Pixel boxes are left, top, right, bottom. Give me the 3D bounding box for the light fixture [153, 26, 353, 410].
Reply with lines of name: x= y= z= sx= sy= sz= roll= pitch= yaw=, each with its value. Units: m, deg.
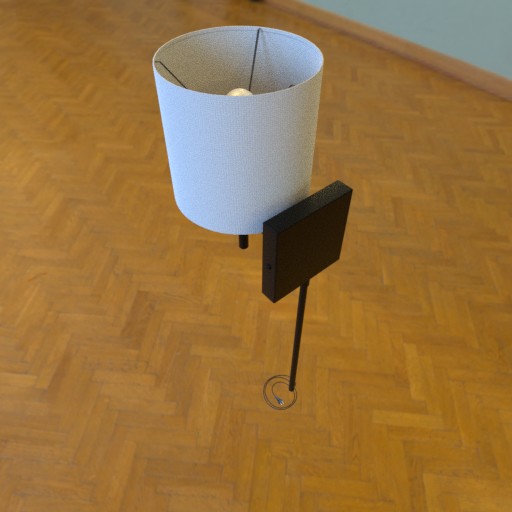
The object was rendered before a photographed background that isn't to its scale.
light fixture: x=0.000 y=0.000 z=0.687 sx=0.188 sy=0.589 sz=0.248 roll=-31 pitch=54 yaw=-26
